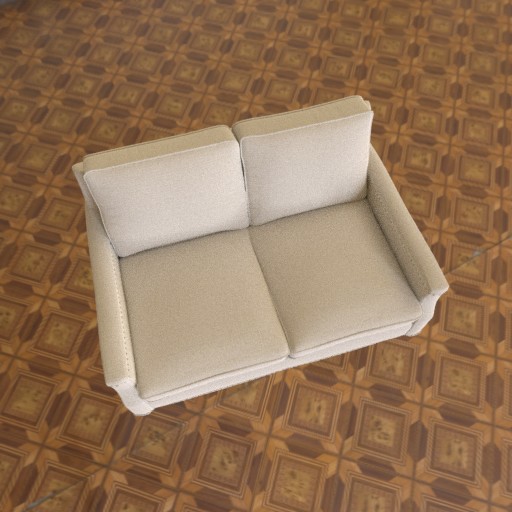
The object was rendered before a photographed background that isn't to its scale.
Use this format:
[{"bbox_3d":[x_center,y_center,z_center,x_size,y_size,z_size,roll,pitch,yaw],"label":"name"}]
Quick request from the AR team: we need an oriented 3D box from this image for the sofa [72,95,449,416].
[{"bbox_3d":[0.000,0.000,2.253,1.597,1.003,1.084,-14,64,-7],"label":"sofa"}]
